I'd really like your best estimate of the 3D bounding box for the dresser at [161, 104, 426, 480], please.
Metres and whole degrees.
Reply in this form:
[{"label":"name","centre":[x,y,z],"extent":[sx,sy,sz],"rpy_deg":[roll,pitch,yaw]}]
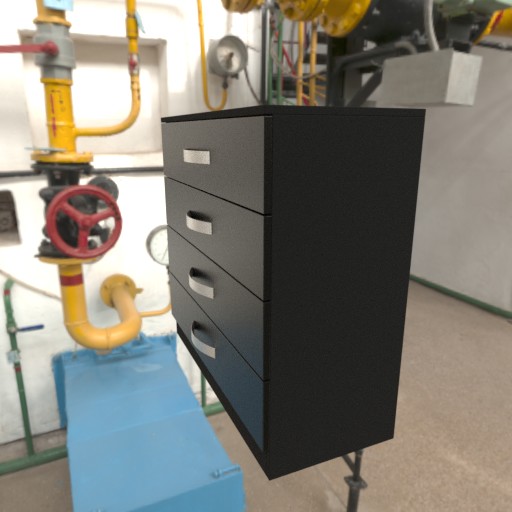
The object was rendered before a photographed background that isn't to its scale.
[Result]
[{"label":"dresser","centre":[0.000,0.000,1.181],"extent":[0.360,0.720,0.750],"rpy_deg":[-7,17,-23]}]
